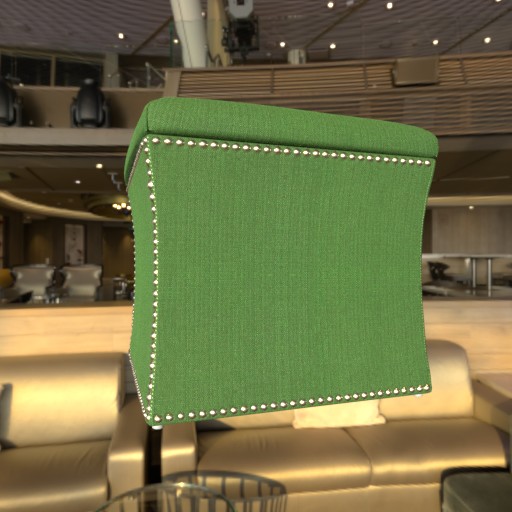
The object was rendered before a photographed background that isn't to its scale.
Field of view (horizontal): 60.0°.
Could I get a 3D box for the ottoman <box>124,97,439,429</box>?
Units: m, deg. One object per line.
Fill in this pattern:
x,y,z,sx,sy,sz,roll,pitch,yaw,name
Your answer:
0.000,0.000,0.885,0.497,0.475,0.507,0,0,-19,ottoman
